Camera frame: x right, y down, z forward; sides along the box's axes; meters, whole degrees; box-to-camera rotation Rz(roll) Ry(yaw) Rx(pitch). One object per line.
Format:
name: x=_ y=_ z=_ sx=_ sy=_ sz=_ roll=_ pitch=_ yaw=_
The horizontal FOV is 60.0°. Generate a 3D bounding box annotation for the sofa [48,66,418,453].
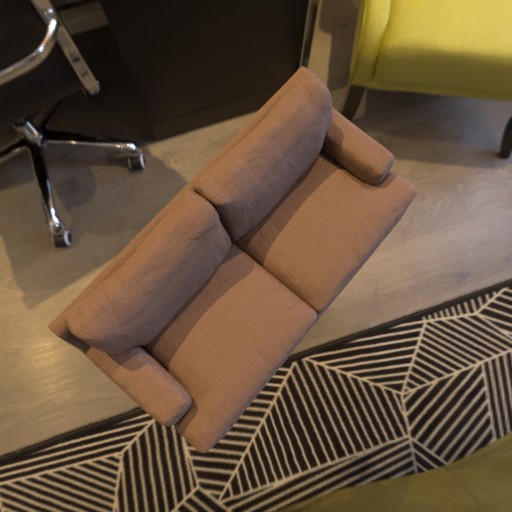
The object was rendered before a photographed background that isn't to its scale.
sofa: x=0.000 y=0.000 z=2.853 sx=1.140 sy=0.950 sz=2.274 roll=39 pitch=78 yaw=10
